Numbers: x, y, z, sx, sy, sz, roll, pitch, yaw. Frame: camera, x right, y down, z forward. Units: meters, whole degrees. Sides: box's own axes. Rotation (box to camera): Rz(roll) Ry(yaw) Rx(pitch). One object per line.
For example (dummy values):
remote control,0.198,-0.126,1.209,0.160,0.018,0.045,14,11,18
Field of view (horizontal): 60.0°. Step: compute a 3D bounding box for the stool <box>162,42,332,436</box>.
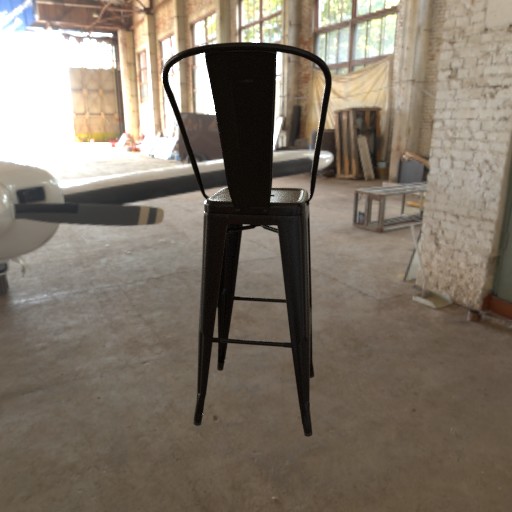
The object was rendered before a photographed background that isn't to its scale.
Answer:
stool,0.000,0.000,1.334,0.399,1.096,0.513,2,17,8
